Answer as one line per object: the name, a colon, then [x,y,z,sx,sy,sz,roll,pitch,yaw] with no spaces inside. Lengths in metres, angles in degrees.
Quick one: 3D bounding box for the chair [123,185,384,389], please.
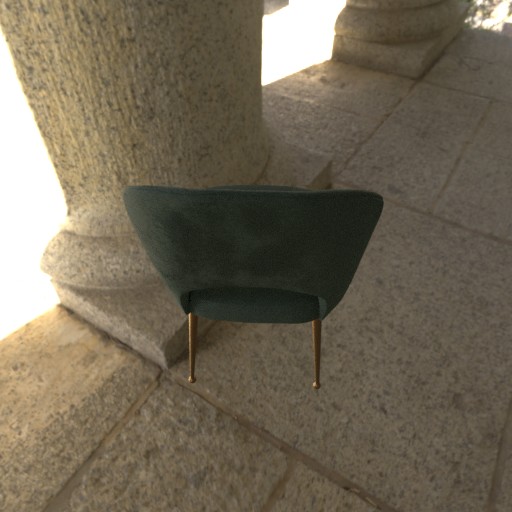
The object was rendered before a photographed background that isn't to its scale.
chair: [0.000,0.000,1.188,0.527,0.860,0.577,2,46,2]
